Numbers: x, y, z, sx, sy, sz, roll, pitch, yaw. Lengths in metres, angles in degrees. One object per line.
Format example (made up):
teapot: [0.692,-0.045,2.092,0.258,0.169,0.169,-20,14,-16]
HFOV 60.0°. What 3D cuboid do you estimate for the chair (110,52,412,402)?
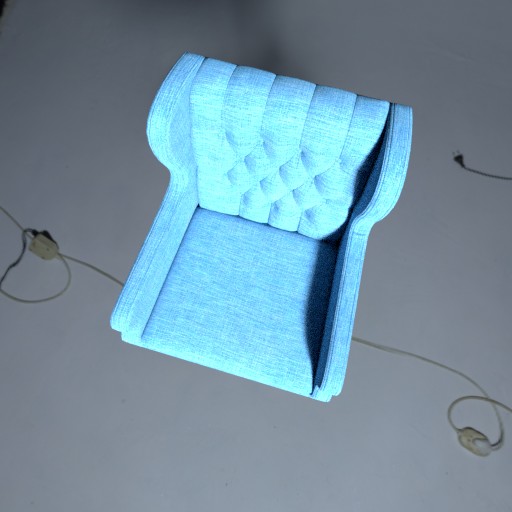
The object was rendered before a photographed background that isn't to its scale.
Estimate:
chair: [0.000,0.000,1.483,0.711,0.952,0.775,16,75,4]
